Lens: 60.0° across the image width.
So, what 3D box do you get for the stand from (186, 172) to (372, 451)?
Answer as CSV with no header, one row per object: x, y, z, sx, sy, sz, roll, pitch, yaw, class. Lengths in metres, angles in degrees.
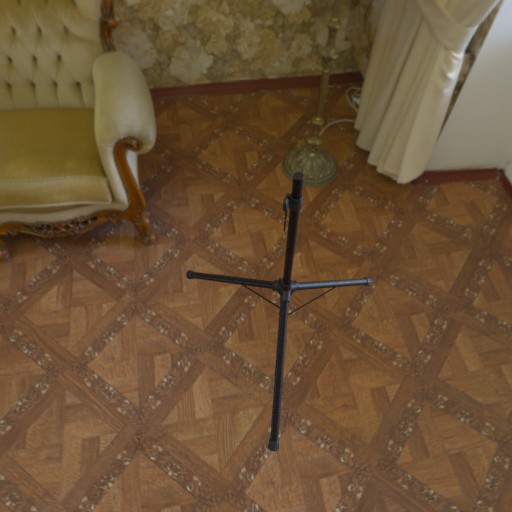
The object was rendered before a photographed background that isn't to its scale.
0.000,0.000,1.872,0.907,1.136,1.045,29,61,18,stand
